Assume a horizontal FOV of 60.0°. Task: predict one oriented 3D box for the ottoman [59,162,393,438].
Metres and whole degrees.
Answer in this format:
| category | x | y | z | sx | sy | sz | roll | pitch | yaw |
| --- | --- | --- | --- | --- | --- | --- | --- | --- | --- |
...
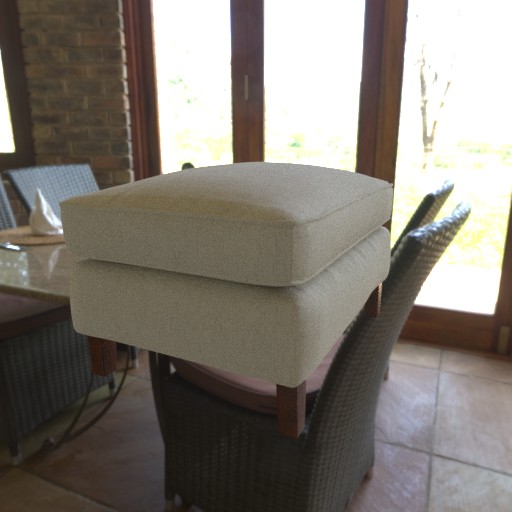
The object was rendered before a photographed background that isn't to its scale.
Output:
| category | x | y | z | sx | sy | sz | roll | pitch | yaw |
| --- | --- | --- | --- | --- | --- | --- | --- | --- | --- |
| ottoman | 0.000 | 0.000 | 0.985 | 0.501 | 0.406 | 0.665 | 7 | 16 | 27 |
